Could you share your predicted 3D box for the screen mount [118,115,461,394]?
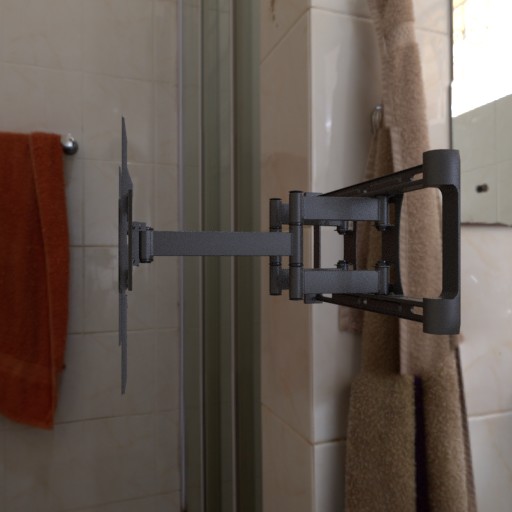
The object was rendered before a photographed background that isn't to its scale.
[{"bbox_3d":[0.000,0.000,0.938,0.556,0.424,0.571,0,0,-18],"label":"screen mount"}]
